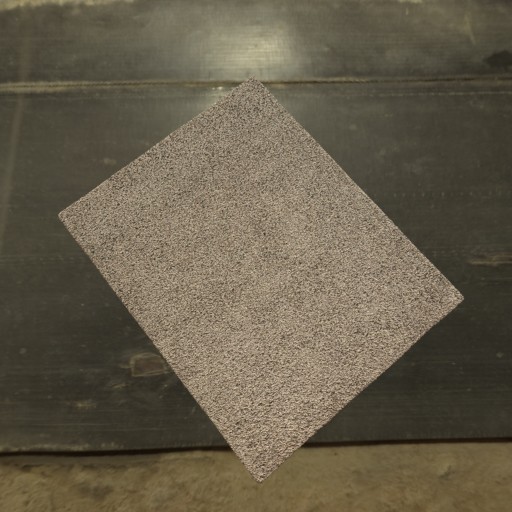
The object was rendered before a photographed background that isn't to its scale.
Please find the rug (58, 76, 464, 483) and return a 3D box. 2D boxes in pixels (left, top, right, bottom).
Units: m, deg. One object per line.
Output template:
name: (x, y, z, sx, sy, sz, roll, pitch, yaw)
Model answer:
rug: (0.000, 0.000, 4.143, 2.438, 0.029, 3.047, -38, 79, -9)
